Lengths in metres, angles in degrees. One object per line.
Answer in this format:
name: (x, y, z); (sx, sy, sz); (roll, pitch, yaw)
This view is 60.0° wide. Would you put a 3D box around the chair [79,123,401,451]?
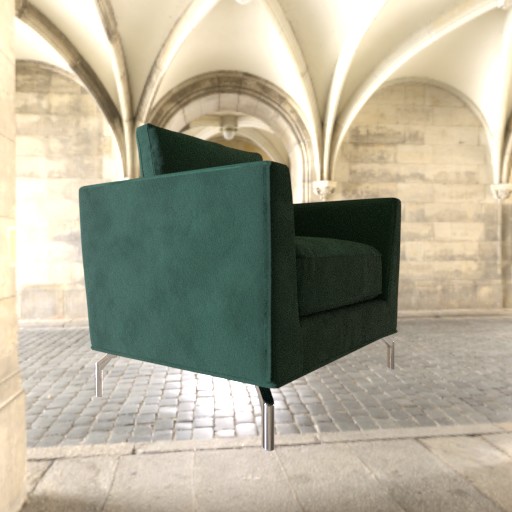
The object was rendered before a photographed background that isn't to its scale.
chair: (0.000, 0.000, 1.776); (0.852, 0.997, 1.047); (1, 1, 35)
